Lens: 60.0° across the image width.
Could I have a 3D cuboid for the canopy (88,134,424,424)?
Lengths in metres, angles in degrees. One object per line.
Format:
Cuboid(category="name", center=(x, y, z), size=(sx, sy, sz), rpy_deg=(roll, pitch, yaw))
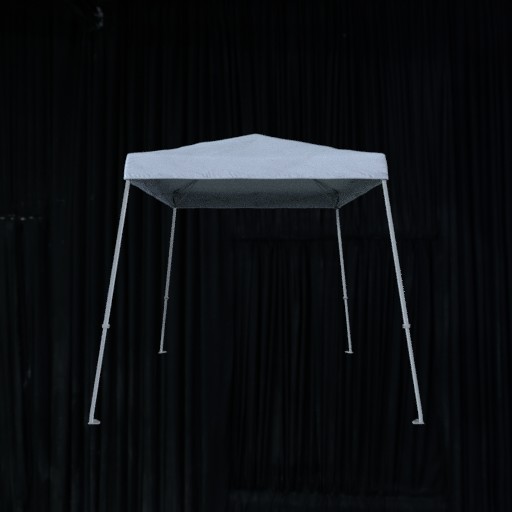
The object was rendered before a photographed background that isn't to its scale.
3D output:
Cuboid(category="canopy", center=(0.000, 0.000, 6.548), size=(3.599, 3.600, 3.600), rpy_deg=(0, 0, 0))
